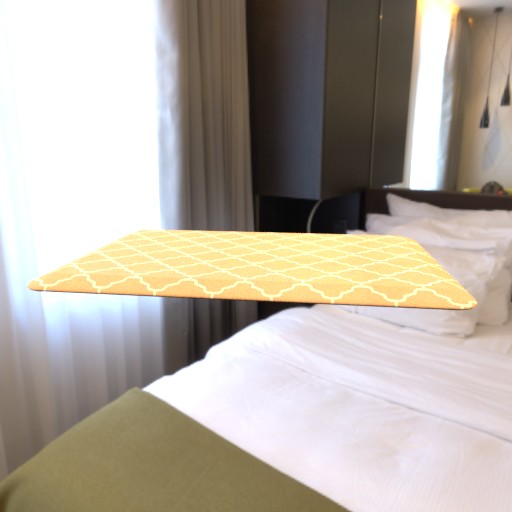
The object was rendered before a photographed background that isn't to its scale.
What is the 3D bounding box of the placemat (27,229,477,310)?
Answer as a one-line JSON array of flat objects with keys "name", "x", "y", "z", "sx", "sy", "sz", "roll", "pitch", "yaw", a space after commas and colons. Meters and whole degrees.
[{"name": "placemat", "x": 0.000, "y": 0.000, "z": 0.958, "sx": 0.762, "sy": 0.021, "sz": 0.508, "roll": 2, "pitch": 14, "yaw": 7}]
